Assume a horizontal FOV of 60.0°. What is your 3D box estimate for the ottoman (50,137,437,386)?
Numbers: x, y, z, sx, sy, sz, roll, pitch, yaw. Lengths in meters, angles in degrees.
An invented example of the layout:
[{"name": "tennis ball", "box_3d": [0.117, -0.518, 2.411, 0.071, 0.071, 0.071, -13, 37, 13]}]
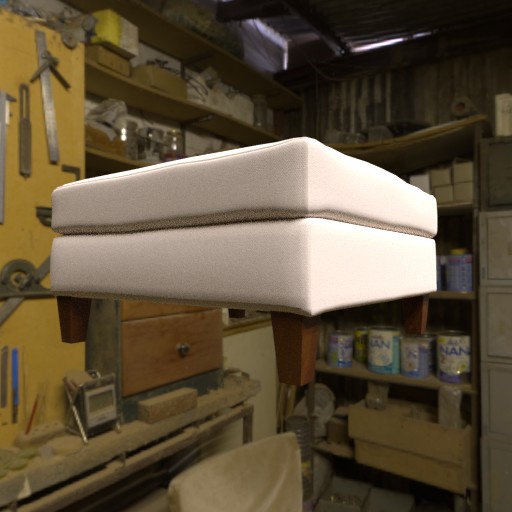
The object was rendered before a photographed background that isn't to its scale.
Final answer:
[{"name": "ottoman", "box_3d": [0.000, 0.000, 1.312, 0.838, 0.479, 0.838, -1, -2, 36]}]
